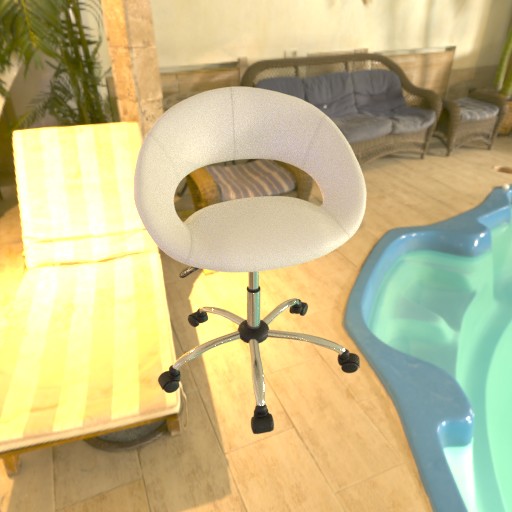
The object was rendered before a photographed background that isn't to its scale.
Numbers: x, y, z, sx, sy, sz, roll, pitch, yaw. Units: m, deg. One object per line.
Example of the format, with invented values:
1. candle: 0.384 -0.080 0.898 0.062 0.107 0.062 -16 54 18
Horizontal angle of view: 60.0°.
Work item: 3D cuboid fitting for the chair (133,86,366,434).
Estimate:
1. chair: 0.000 0.000 1.201 0.612 0.791 0.538 -9 33 -15
